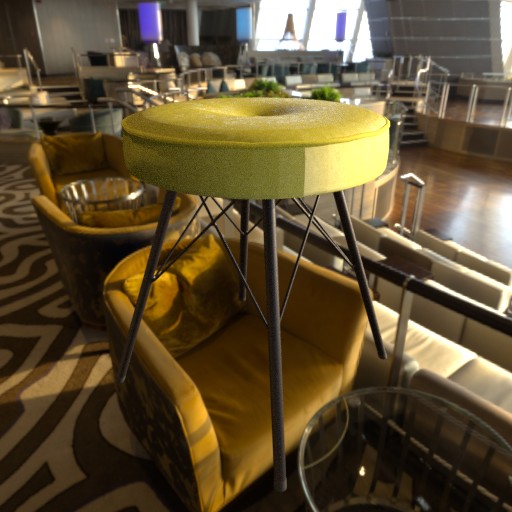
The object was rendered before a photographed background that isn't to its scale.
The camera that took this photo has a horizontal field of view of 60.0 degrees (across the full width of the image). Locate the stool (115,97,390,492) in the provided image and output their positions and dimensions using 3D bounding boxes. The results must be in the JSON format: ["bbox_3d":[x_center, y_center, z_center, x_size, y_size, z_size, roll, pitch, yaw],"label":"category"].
[{"bbox_3d":[0.000,0.000,0.794,0.409,0.508,0.409,18,31,33],"label":"stool"}]
